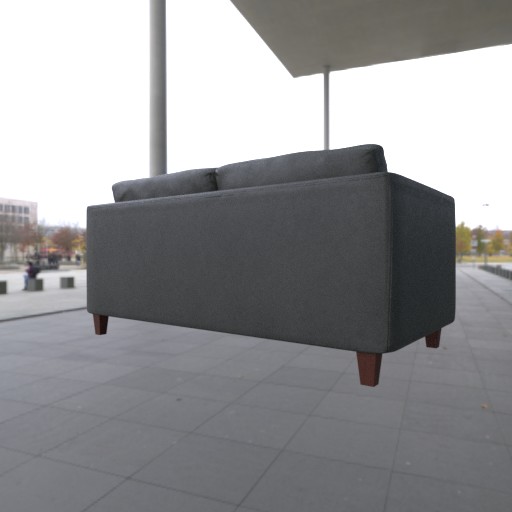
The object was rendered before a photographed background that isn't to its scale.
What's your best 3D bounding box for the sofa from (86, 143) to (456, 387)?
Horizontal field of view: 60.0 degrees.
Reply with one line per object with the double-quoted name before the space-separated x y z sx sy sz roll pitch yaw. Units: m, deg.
"sofa" 0.000 0.000 2.451 1.883 0.933 0.951 0 0 37
